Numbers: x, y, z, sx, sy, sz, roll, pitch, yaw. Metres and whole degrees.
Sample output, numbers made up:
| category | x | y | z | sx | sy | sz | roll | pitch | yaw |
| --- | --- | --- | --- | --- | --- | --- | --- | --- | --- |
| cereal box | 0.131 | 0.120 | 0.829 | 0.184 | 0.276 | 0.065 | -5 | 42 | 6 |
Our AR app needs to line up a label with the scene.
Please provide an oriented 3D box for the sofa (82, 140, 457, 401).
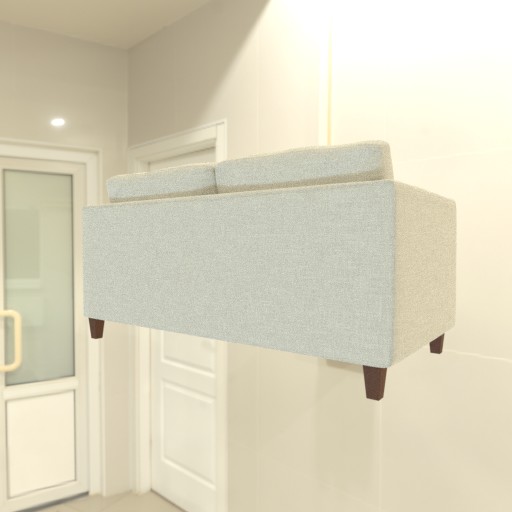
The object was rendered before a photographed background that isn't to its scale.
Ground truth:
| category | x | y | z | sx | sy | sz | roll | pitch | yaw |
| --- | --- | --- | --- | --- | --- | --- | --- | --- | --- |
| sofa | 0.000 | 0.000 | 2.388 | 1.838 | 0.963 | 0.950 | 1 | 2 | 37 |
